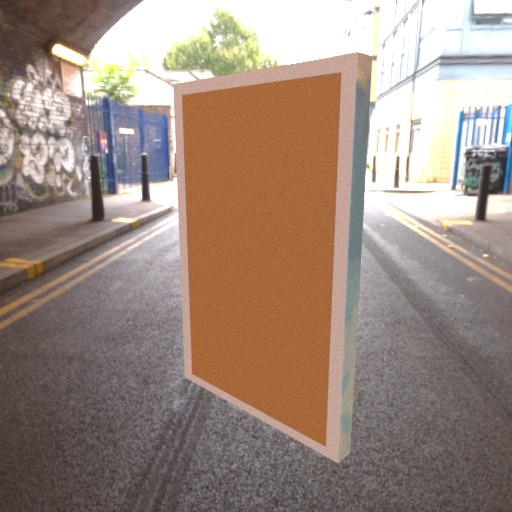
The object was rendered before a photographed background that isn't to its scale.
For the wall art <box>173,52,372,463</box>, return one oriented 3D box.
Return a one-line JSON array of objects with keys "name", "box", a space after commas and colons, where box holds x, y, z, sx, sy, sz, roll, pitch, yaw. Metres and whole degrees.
[{"name": "wall art", "box": [0.000, 0.000, 0.785, 0.401, 0.610, 0.038, 12, 18, 43]}]
